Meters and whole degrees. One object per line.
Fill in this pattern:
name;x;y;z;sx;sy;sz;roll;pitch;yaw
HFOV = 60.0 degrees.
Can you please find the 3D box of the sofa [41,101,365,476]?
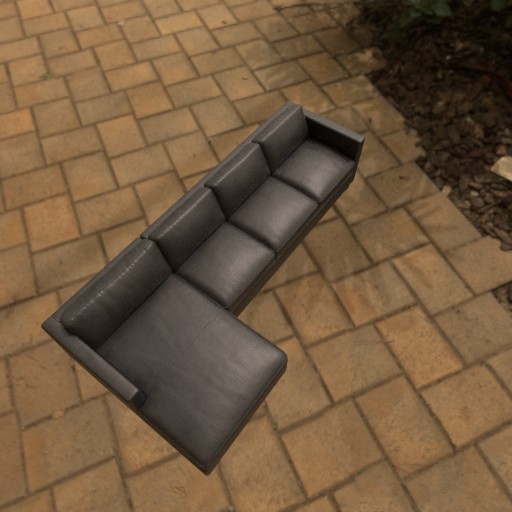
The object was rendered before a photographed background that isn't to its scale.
sofa;0.000;0.000;3.938;1.581;0.883;3.203;32;63;19
